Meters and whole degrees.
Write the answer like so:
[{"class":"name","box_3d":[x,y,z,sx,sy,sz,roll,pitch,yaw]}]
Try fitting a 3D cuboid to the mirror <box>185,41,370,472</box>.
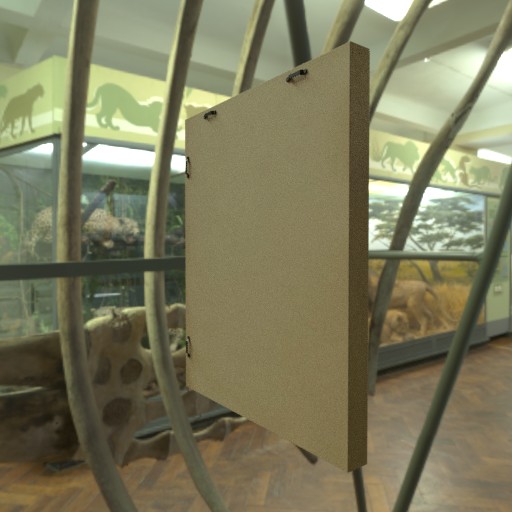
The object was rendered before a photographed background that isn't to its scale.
[{"class":"mirror","box_3d":[0.000,0.000,0.692,0.041,0.508,0.405,-1,2,-37]}]
